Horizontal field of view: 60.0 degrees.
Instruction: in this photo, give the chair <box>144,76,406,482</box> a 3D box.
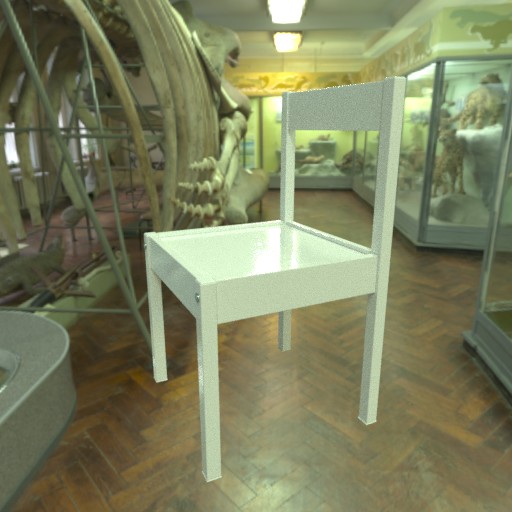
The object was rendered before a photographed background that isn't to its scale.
[{"bbox_3d":[0.000,0.000,0.689,0.285,0.505,0.285,-8,18,-25],"label":"chair"}]
